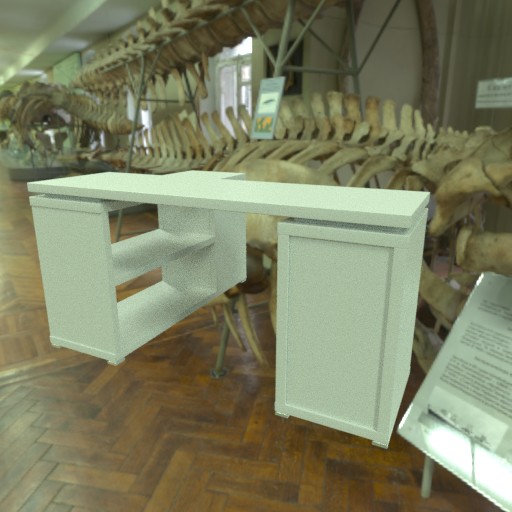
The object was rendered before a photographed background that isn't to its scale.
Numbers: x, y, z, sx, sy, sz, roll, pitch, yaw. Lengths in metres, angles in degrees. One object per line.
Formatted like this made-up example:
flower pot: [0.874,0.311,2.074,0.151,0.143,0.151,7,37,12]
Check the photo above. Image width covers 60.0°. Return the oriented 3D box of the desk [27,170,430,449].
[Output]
desk: [0.000,0.000,2.134,1.524,0.753,1.200,8,19,25]
